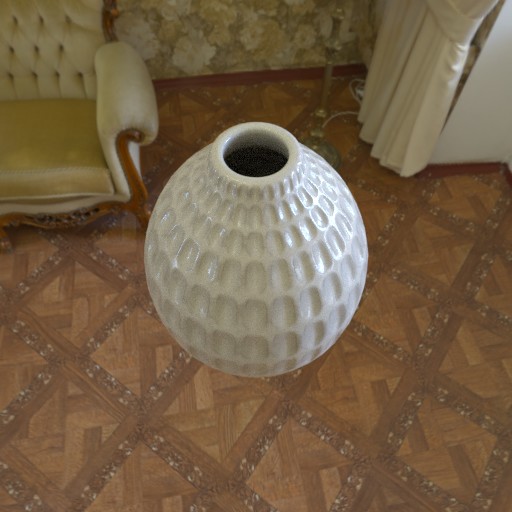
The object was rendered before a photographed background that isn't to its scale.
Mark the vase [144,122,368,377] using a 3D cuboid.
[{"bbox_3d":[0.000,0.000,0.259,0.128,0.167,0.128,0,57,0],"label":"vase"}]
